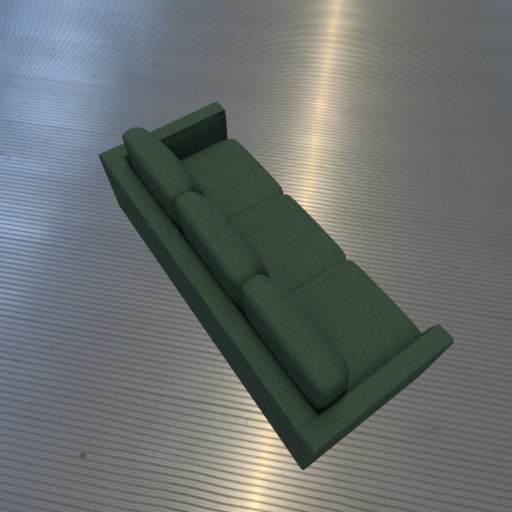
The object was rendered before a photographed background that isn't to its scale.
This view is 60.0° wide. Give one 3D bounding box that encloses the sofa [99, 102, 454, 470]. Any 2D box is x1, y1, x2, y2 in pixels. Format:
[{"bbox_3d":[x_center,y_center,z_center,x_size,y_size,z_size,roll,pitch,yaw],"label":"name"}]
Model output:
[{"bbox_3d":[0.000,0.000,2.524,0.879,0.899,2.029,-31,63,-18],"label":"sofa"}]
